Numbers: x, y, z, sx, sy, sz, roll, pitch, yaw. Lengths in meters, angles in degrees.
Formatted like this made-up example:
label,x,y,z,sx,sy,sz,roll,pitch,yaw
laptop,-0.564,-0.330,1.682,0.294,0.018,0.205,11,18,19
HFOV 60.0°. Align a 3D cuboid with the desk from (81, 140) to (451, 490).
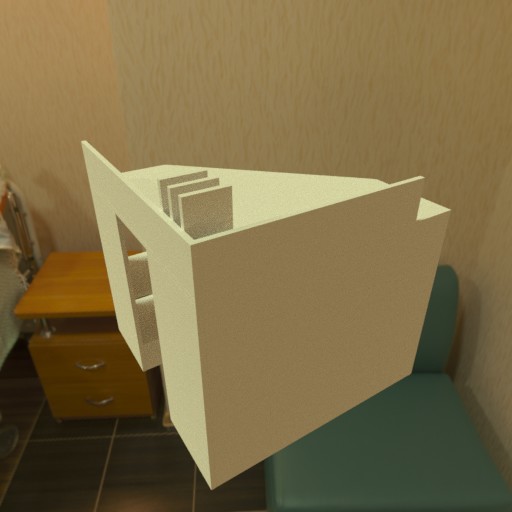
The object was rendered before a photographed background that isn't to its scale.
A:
label,x,y,z,sx,sy,sz,roll,pitch,yaw
desk,0.000,0.000,1.730,0.940,0.986,0.940,-18,35,-28
